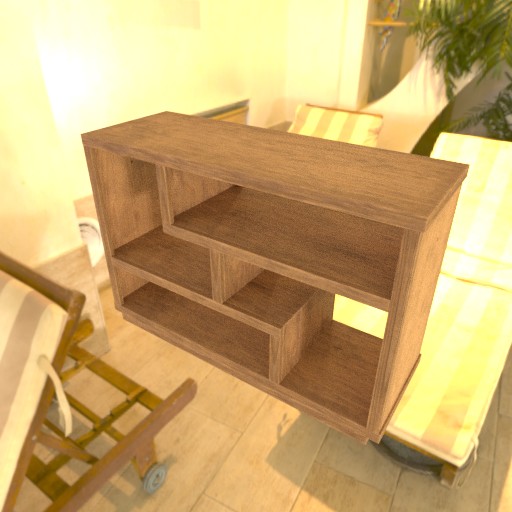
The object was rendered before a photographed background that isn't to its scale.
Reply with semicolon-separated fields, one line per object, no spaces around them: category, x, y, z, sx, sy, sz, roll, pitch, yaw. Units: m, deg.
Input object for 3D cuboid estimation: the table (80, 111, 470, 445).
table;0.000;0.000;1.550;1.151;0.771;0.410;19;36;29
